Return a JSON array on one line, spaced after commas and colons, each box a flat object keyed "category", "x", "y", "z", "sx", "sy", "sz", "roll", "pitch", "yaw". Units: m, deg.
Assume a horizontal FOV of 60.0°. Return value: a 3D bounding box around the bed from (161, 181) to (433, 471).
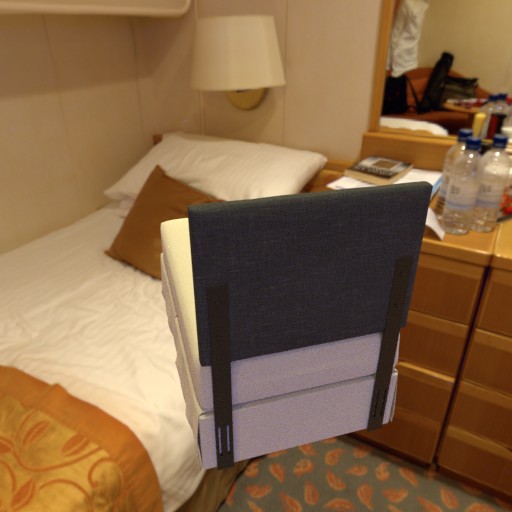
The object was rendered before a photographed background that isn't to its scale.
[{"category": "bed", "x": 0.000, "y": 0.000, "z": 3.088, "sx": 1.261, "sy": 1.571, "sz": 1.997, "roll": -8, "pitch": 29, "yaw": -15}]
